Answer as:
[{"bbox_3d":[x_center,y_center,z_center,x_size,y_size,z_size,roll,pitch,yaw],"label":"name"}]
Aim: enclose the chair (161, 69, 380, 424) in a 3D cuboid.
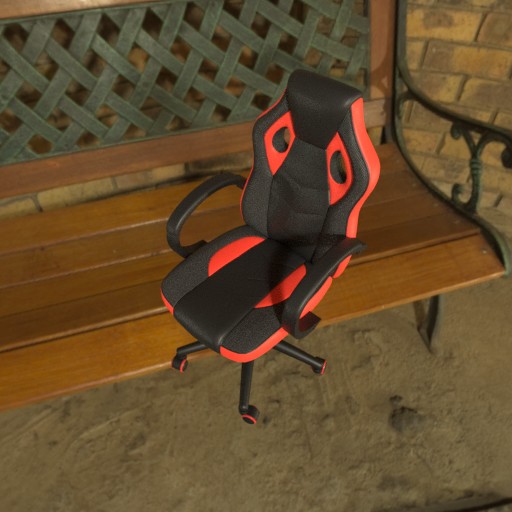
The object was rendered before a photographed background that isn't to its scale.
[{"bbox_3d":[0.000,0.000,1.455,0.600,1.016,0.642,33,55,27],"label":"chair"}]
